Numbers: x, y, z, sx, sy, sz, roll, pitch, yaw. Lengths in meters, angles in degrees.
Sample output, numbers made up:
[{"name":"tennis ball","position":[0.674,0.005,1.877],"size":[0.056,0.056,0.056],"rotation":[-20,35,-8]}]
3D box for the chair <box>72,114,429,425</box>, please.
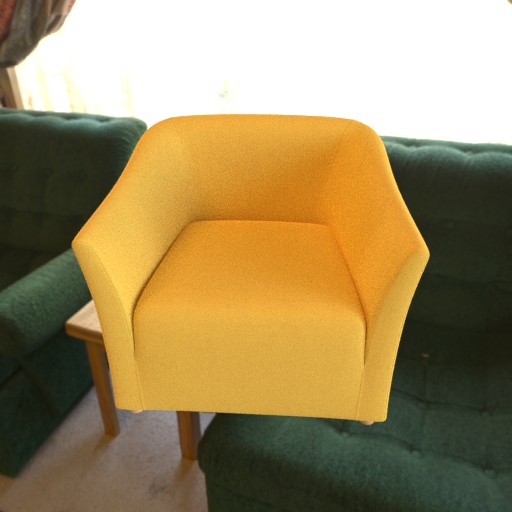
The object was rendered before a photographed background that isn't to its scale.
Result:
[{"name":"chair","position":[0.000,0.000,1.361],"size":[0.790,0.720,0.700],"rotation":[2,29,3]}]
